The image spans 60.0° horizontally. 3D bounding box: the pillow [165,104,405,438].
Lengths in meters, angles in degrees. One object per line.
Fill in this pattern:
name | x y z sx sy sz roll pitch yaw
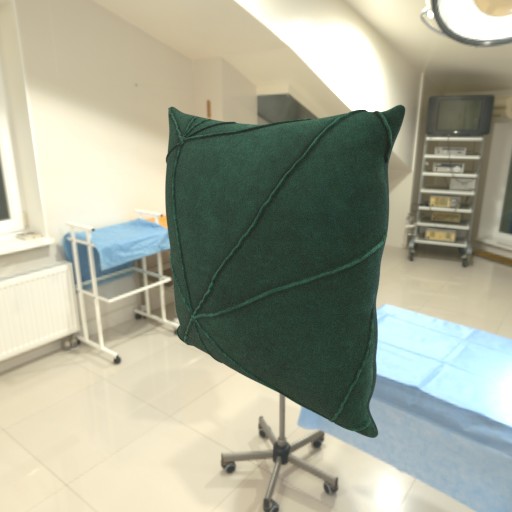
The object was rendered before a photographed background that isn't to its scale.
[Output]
pillow | 0.000 0.000 0.675 0.439 0.440 0.184 16 23 42
